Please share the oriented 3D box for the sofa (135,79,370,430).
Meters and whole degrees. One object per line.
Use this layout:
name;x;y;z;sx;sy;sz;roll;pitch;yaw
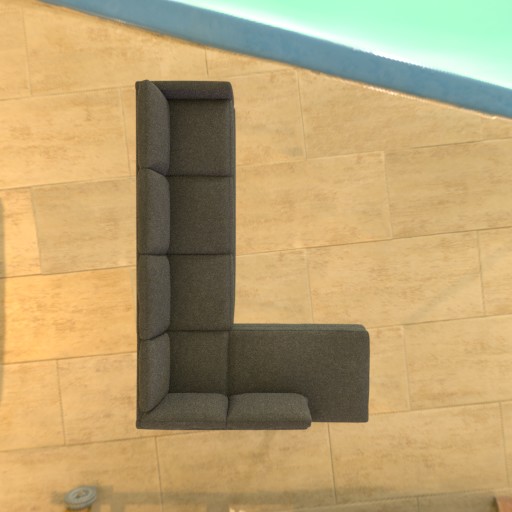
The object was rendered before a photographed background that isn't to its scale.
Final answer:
sofa;0.000;0.000;3.867;2.007;0.815;2.949;0;91;0
